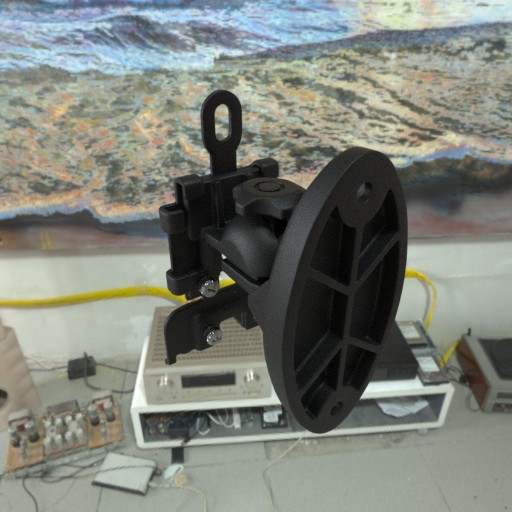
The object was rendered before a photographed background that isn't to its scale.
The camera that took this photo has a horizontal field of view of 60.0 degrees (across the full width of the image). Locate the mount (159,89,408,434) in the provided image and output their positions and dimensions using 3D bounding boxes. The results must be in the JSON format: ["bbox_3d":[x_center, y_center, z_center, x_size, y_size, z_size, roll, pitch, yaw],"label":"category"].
[{"bbox_3d":[0.000,0.000,0.174,0.066,0.118,0.100,-19,35,-30],"label":"mount"}]
